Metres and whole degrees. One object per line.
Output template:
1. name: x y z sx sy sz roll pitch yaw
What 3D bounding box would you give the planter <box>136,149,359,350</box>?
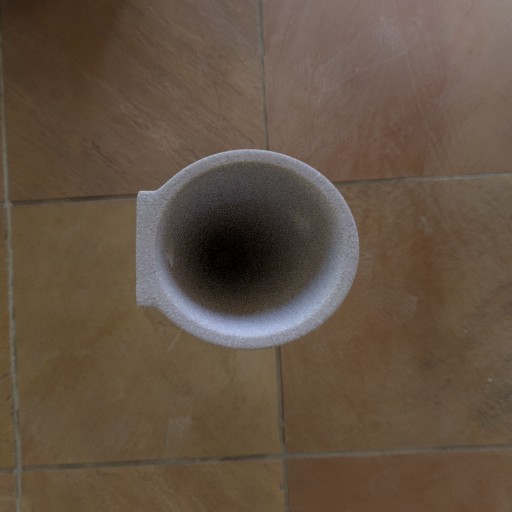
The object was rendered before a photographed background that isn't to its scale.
1. planter: 0.000 0.000 0.300 0.087 0.259 0.078 0 89 2
